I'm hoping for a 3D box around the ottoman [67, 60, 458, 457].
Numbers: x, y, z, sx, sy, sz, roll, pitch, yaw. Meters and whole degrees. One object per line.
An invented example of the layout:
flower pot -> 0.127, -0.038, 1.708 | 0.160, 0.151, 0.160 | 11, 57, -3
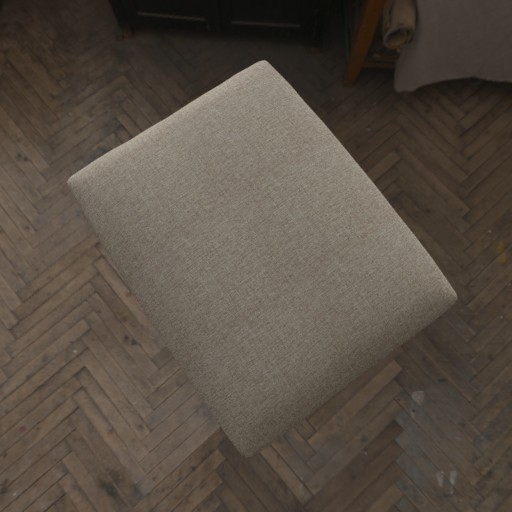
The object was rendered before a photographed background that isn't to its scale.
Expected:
ottoman -> 0.000, 0.000, 1.156 | 0.584, 0.513, 0.741 | -34, 79, -8
